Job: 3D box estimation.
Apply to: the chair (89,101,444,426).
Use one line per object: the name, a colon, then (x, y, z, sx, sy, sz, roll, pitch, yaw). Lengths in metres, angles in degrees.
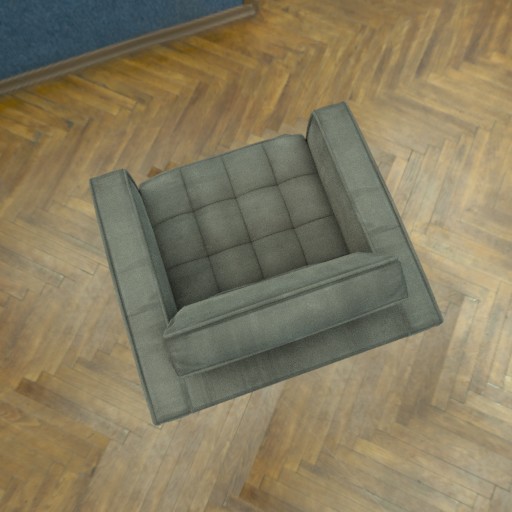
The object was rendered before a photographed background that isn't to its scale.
chair: (0.000, 0.000, 1.534, 0.928, 0.773, 0.843, -18, 76, -5)
